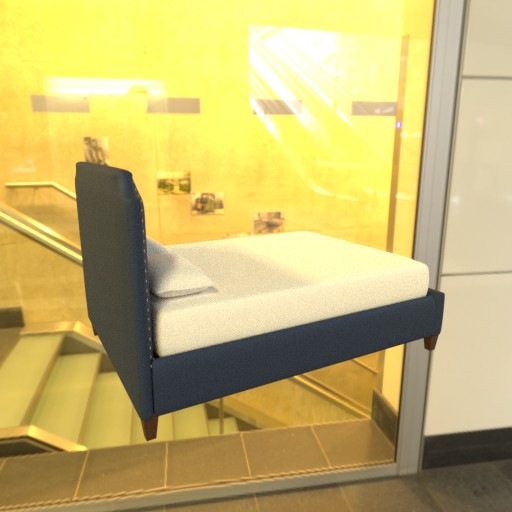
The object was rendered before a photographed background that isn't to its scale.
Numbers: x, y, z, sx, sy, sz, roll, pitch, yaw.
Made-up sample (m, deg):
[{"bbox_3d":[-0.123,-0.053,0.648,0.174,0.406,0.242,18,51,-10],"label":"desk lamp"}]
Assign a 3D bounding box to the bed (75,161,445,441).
[{"bbox_3d":[0.000,0.000,3.447,2.372,1.443,1.712,-8,16,-28],"label":"bed"}]
